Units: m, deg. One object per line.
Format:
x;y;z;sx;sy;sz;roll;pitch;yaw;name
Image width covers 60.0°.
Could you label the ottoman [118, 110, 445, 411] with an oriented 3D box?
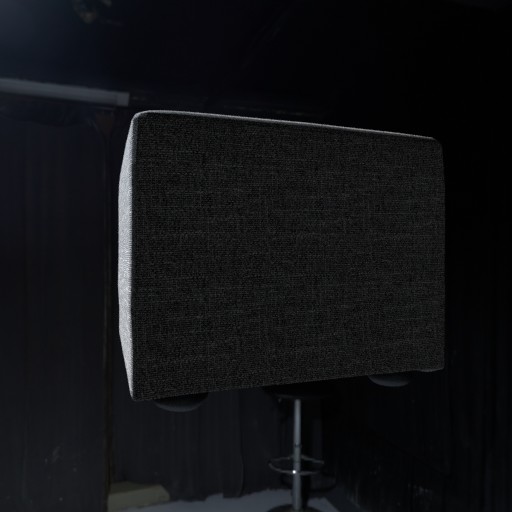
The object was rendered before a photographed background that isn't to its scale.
0.000;0.000;0.898;0.521;0.453;0.512;0;1;-19;ottoman
